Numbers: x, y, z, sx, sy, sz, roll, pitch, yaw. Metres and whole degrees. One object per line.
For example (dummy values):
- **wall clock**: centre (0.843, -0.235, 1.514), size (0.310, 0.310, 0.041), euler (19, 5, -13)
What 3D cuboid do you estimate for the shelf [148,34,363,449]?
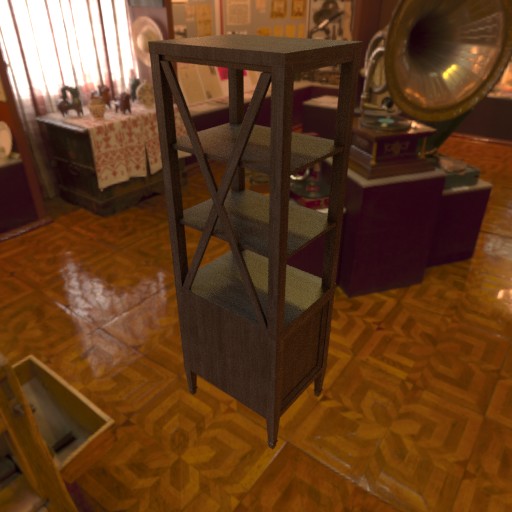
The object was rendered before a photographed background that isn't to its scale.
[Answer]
- **shelf**: centre (0.000, 0.000, 1.976), size (0.584, 1.727, 0.472), euler (22, 37, 33)
